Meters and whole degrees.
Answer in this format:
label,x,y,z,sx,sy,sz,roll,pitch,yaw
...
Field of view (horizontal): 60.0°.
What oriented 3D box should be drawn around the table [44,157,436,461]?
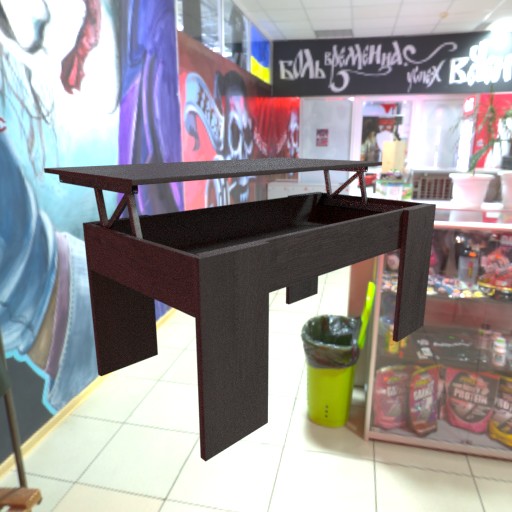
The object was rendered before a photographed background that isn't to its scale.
label,x,y,z,sx,sy,sz,roll,pitch,yaw
table,0.000,0.000,1.430,1.000,0.570,0.711,-14,20,-43
